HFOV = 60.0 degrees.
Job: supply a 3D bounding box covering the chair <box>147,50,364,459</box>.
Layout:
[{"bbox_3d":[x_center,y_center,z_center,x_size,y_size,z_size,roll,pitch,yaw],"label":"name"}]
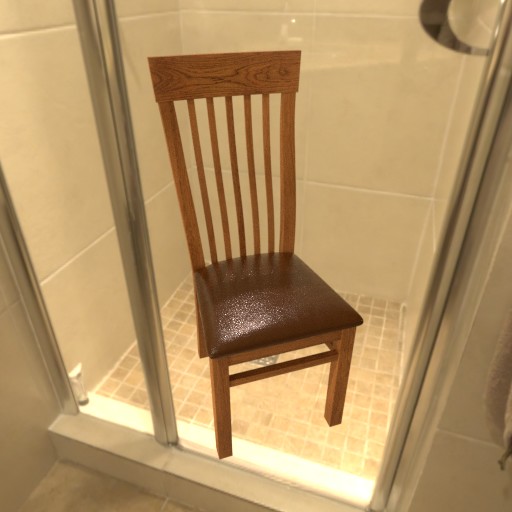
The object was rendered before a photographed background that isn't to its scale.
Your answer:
[{"bbox_3d":[0.000,0.000,1.331,0.450,1.050,0.580,-10,33,-15],"label":"chair"}]
